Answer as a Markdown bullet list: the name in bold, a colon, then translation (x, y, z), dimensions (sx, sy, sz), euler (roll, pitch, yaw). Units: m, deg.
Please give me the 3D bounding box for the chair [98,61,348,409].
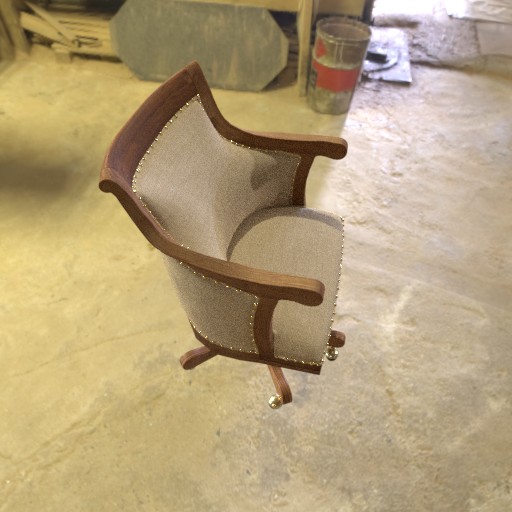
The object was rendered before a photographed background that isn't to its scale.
- **chair**: translation (0.000, 0.000, 1.439), dimensions (0.689, 0.965, 0.656), euler (10, 48, 9)
